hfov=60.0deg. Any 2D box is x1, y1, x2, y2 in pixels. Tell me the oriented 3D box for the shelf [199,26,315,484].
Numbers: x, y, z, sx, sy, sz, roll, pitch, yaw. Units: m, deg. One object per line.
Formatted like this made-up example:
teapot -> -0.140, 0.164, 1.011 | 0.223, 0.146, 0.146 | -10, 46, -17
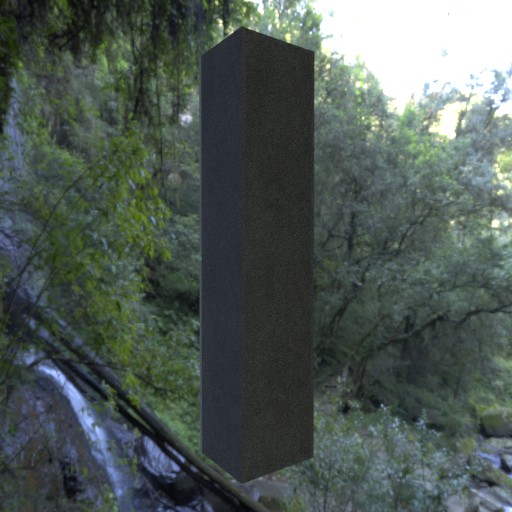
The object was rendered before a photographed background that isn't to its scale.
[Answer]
shelf -> 0.000, 0.000, 1.552 | 0.300, 1.400, 0.270 | -1, 1, -36
